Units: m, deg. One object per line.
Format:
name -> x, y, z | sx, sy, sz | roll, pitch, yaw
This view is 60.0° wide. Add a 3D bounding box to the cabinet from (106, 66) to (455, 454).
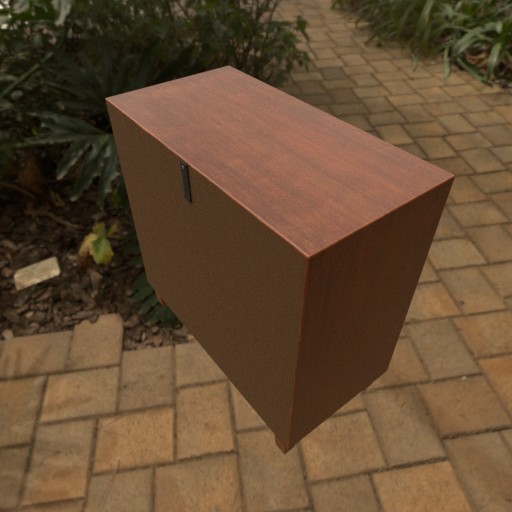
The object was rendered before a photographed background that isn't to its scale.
cabinet -> 0.000, 0.000, 1.299 | 0.412, 0.785, 0.796 | -27, 49, -27
